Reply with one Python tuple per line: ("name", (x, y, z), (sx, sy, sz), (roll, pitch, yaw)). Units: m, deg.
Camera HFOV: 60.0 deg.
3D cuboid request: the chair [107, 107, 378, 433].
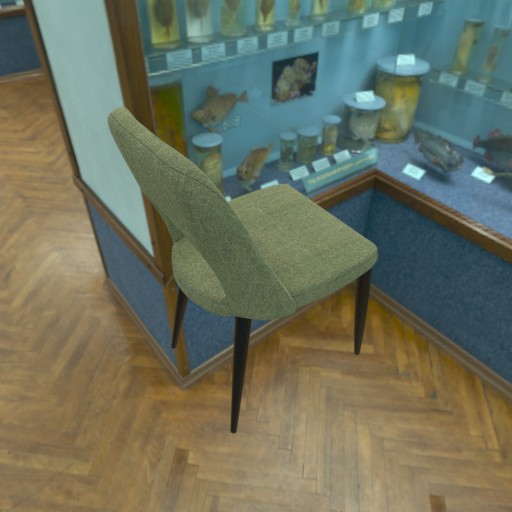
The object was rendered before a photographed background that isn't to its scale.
("chair", (0.000, 0.000, 1.285), (0.612, 0.931, 0.470), (-25, 46, -26))
